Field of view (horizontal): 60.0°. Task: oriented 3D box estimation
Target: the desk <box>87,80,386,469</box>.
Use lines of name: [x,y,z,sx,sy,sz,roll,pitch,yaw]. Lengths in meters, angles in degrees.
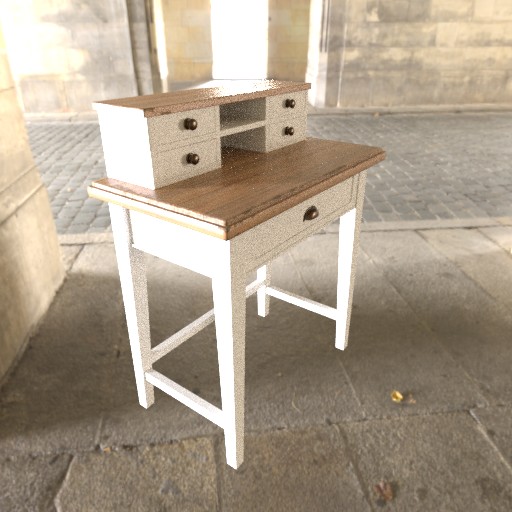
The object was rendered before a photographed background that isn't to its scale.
desk: [0.000,0.000,1.422,0.462,0.981,0.814,19,32,32]
